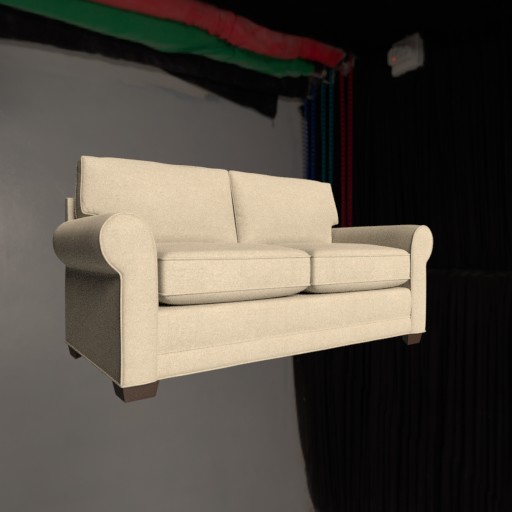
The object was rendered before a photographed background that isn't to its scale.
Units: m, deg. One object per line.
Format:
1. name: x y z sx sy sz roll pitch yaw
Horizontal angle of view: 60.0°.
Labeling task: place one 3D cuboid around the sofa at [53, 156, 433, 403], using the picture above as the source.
1. sofa: 0.000 0.000 2.223 1.774 0.933 0.861 -1 2 -35
